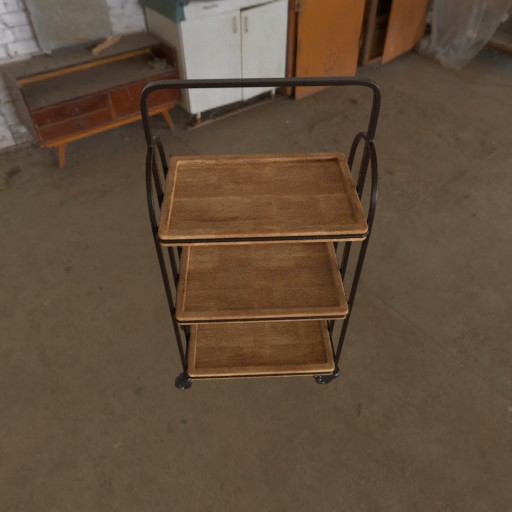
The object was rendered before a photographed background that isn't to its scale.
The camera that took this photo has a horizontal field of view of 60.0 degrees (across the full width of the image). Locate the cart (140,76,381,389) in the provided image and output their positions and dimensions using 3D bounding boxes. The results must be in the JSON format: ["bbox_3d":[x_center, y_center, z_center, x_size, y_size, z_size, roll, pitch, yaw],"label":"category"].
[{"bbox_3d":[0.000,0.000,1.239,0.553,1.001,0.327,-2,46,-2],"label":"cart"}]
